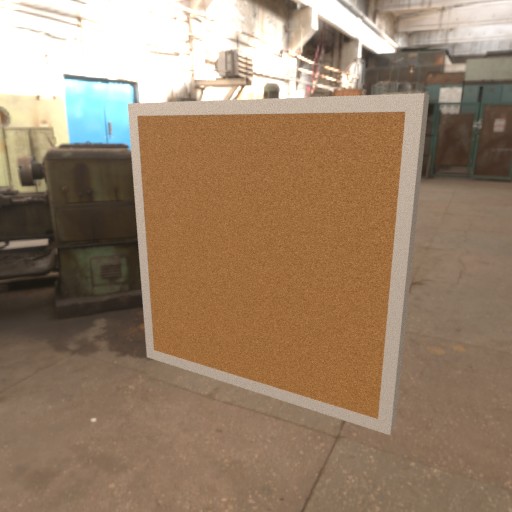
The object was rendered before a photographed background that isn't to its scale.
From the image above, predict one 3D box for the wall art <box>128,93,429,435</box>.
[{"bbox_3d":[0.000,0.000,0.764,0.507,0.508,0.038,9,18,28],"label":"wall art"}]
